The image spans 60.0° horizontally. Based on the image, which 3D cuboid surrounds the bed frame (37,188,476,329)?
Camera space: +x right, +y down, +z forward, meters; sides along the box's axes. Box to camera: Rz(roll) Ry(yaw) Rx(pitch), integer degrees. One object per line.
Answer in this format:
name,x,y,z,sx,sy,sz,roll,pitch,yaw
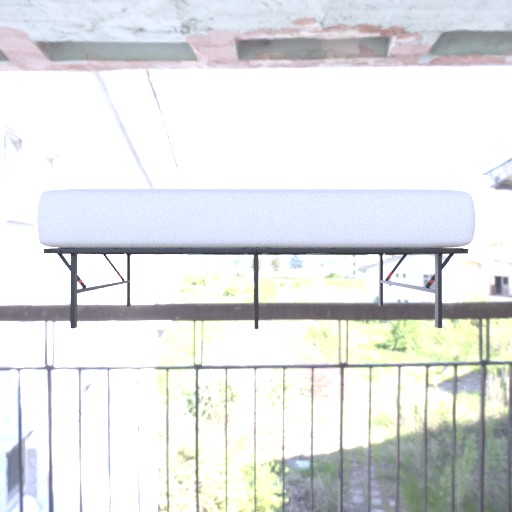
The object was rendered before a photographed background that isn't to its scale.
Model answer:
bed frame,0.000,0.000,2.398,1.908,0.640,1.025,0,0,-1
